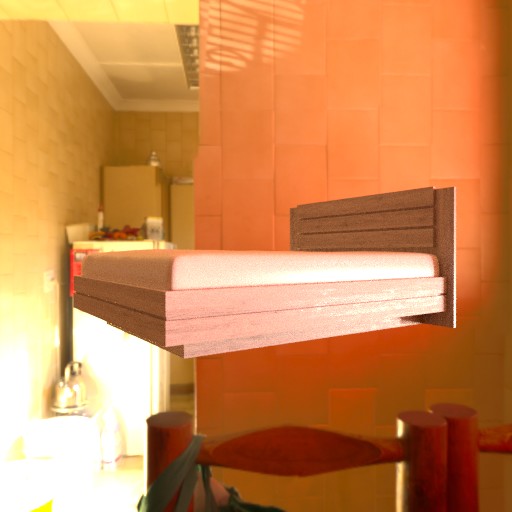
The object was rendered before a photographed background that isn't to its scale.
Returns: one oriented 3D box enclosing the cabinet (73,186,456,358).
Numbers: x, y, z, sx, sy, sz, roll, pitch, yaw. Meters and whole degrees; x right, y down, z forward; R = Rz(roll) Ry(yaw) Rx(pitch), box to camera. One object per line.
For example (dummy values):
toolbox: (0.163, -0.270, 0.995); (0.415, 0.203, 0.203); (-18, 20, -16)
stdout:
cabinet: (0.000, 0.000, 3.127); (2.080, 0.970, 1.750); (0, 0, -35)
